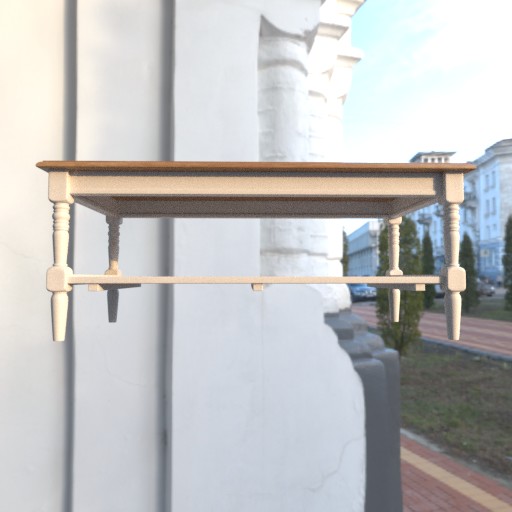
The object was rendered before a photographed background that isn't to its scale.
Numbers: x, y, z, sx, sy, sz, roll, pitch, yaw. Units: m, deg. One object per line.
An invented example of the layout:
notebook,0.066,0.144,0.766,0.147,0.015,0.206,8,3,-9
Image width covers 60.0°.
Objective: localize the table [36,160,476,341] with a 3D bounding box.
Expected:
table,0.000,0.000,1.392,1.118,0.458,0.559,0,-3,-1
